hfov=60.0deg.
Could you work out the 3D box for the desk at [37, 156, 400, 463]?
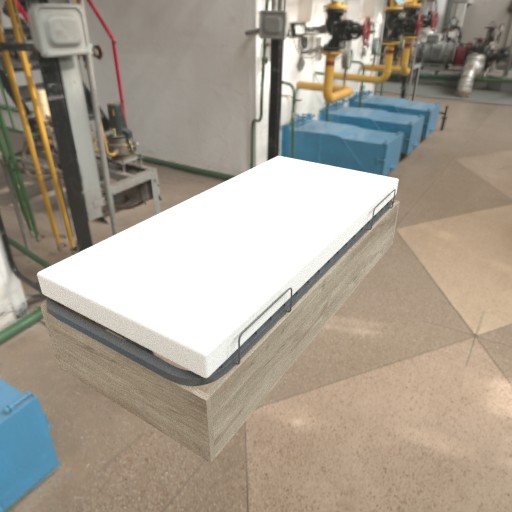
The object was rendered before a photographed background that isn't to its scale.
[{"bbox_3d":[0.000,0.000,2.302,0.900,0.455,1.900,18,34,29],"label":"desk"}]
